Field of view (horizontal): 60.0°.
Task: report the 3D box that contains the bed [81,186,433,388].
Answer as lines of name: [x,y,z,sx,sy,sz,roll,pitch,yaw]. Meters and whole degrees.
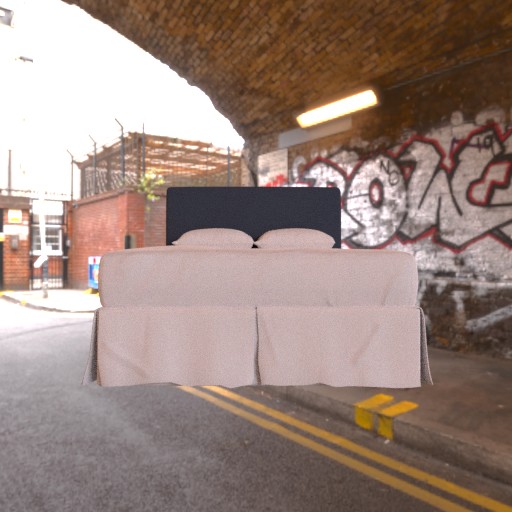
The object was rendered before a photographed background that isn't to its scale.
bed: [0.000,0.000,3.193,1.713,1.330,2.162,0,0,0]
